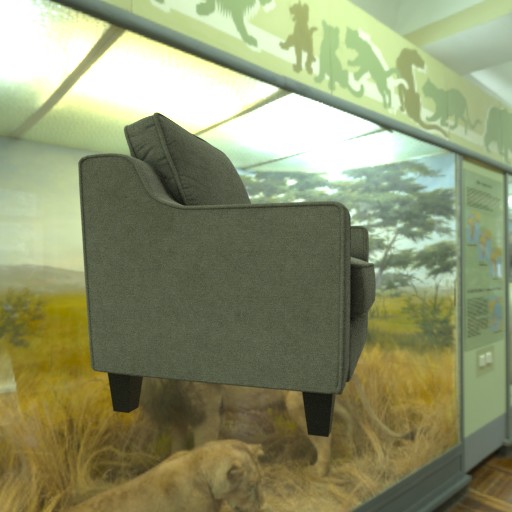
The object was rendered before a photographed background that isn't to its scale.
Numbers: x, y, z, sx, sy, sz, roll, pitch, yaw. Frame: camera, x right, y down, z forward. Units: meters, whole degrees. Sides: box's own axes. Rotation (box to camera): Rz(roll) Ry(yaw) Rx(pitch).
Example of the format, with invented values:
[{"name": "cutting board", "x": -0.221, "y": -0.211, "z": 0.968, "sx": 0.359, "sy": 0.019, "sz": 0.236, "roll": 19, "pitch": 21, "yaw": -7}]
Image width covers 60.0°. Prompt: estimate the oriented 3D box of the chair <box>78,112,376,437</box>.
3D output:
[{"name": "chair", "x": 0.000, "y": 0.000, "z": 1.643, "sx": 0.840, "sy": 0.944, "sz": 0.926, "roll": 0, "pitch": -1, "yaw": 18}]
